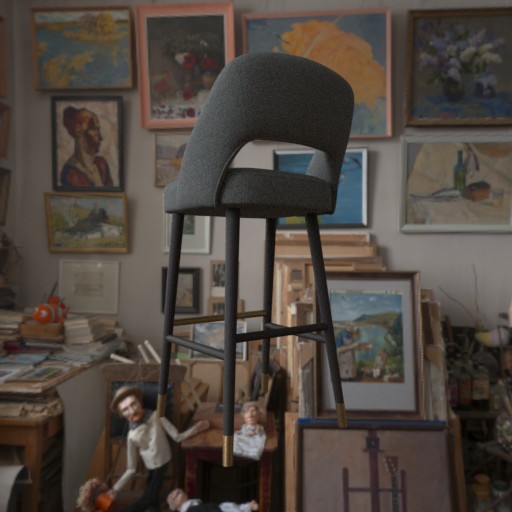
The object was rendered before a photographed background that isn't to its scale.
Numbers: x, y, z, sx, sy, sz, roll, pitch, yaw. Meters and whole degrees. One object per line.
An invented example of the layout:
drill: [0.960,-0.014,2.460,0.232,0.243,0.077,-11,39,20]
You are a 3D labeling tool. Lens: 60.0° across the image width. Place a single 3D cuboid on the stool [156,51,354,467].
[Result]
stool: [0.000,0.000,1.422,0.536,1.089,0.524,-1,1,-36]
